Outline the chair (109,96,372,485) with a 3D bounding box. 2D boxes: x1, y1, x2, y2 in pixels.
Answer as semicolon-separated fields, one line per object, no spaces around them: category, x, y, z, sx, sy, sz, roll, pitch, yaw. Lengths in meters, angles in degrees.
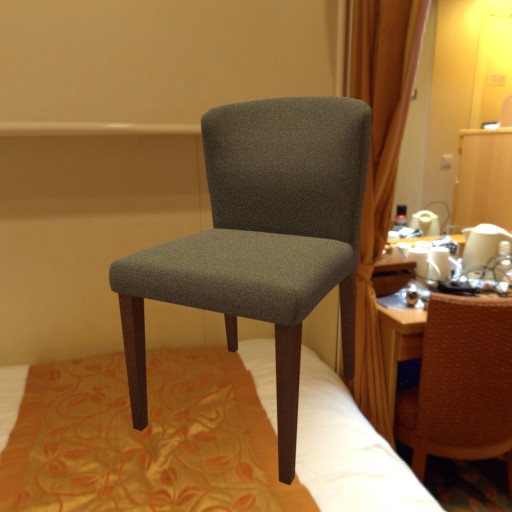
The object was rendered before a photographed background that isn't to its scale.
chair;0.000;0.000;1.166;0.491;0.839;0.589;7;16;26
